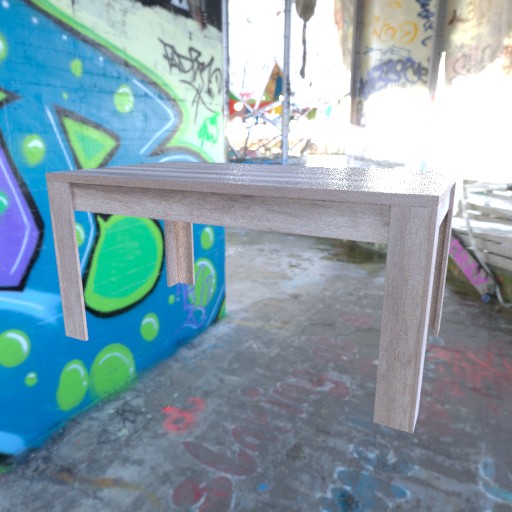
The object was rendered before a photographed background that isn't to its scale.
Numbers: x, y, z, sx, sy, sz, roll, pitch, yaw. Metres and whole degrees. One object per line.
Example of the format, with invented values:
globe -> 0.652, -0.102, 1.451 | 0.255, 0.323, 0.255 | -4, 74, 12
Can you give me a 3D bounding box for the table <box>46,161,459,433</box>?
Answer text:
table -> 0.000, 0.000, 2.073 | 1.600, 0.775, 0.900 | 8, 17, 26
